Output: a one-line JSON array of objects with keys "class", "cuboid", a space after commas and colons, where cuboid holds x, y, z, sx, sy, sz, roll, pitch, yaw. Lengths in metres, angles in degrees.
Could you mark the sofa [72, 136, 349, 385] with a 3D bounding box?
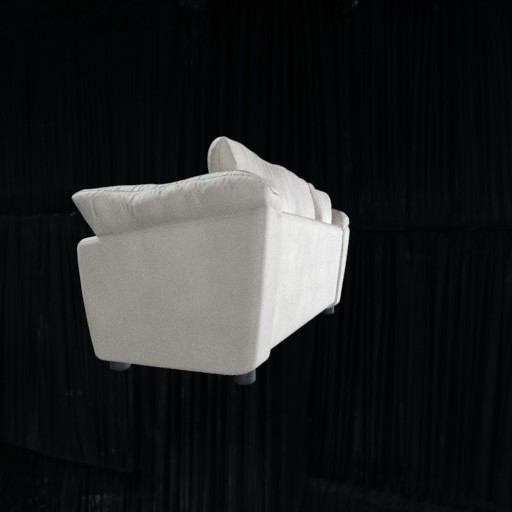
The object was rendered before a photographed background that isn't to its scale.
[{"class": "sofa", "cuboid": [0.000, 0.000, 2.808, 0.878, 0.996, 2.334, 1, 2, 19]}]
